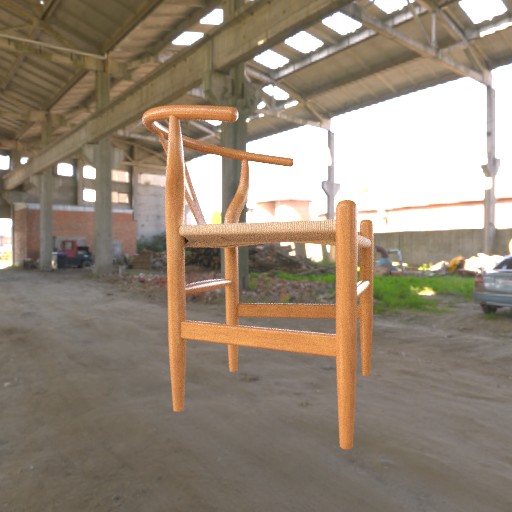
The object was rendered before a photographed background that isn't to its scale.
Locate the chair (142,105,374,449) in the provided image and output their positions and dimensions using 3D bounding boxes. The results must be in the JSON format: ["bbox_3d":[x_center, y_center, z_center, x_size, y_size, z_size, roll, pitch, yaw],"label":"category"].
[{"bbox_3d":[0.000,0.000,1.184,0.579,0.730,0.569,0,1,18],"label":"chair"}]
